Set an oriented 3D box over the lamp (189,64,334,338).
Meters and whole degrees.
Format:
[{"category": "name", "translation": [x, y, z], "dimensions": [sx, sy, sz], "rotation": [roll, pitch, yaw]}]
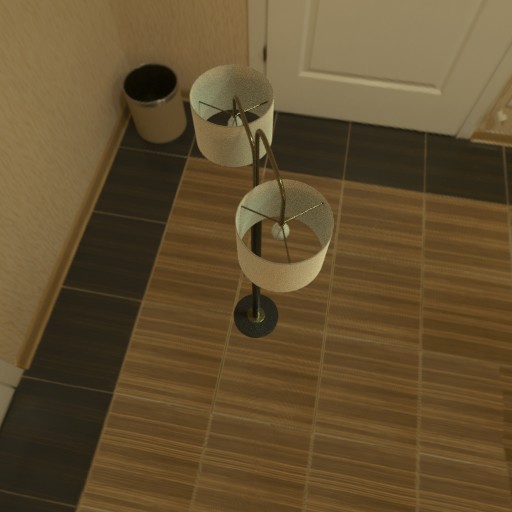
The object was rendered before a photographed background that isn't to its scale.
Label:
[{"category": "lamp", "translation": [0.000, 0.000, 1.825], "dimensions": [0.254, 1.587, 0.711], "rotation": [-17, 65, -8]}]
